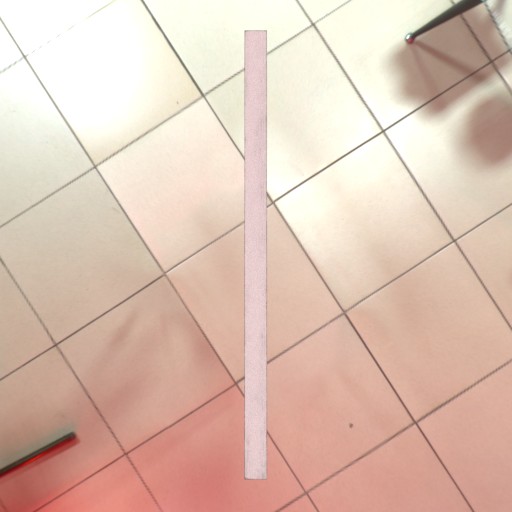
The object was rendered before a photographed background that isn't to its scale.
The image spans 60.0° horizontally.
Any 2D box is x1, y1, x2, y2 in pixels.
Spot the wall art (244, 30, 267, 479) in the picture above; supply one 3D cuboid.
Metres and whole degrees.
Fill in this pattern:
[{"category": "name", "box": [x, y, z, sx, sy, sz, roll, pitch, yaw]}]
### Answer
[{"category": "wall art", "box": [0.000, 0.000, 1.133, 0.038, 0.762, 0.762, 0, 89, 0]}]
